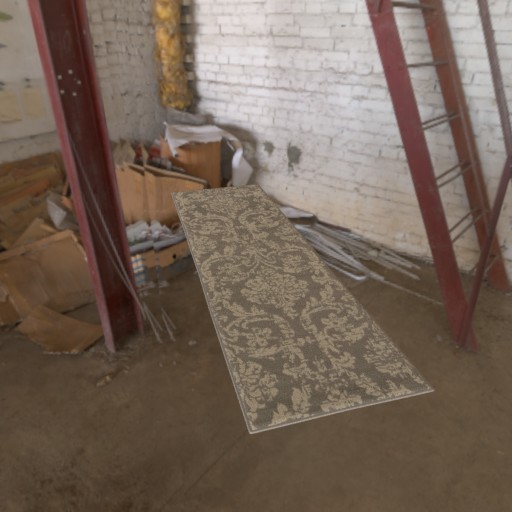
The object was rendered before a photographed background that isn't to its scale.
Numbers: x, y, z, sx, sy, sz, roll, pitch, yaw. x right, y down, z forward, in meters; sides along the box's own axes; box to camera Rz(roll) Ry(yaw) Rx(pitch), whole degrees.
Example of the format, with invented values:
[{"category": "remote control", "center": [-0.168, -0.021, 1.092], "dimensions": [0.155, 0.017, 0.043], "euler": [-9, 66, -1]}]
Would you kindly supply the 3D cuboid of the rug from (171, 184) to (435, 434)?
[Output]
[{"category": "rug", "center": [0.000, 0.000, 2.375], "dimensions": [0.662, 0.011, 2.196], "euler": [-8, 30, -14]}]
